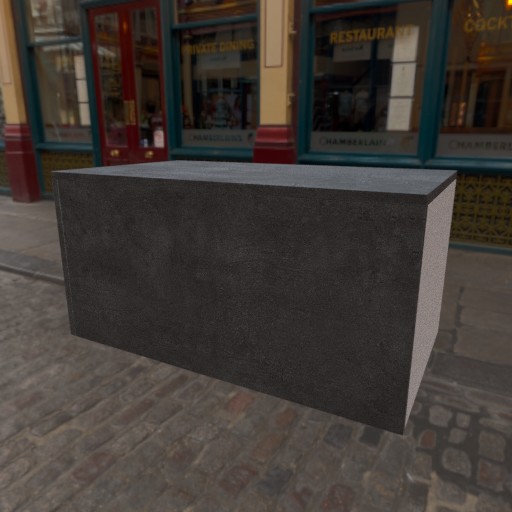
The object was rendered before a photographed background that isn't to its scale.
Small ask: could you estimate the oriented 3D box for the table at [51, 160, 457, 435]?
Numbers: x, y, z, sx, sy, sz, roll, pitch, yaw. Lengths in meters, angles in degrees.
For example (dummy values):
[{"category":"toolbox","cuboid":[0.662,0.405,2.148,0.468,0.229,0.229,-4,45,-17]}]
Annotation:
[{"category":"table","cuboid":[0.000,0.000,0.925,0.700,0.350,0.400,8,18,27]}]
